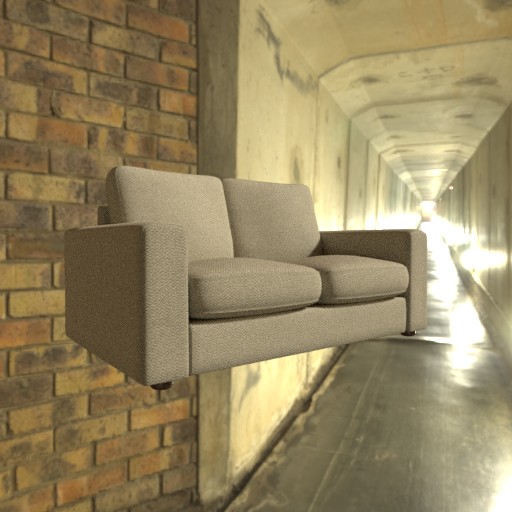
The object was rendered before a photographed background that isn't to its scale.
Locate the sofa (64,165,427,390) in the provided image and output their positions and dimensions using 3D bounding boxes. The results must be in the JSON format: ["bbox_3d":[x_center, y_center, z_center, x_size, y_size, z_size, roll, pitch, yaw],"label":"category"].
[{"bbox_3d":[0.000,0.000,2.265,1.616,0.873,1.016,-1,2,-37],"label":"sofa"}]
